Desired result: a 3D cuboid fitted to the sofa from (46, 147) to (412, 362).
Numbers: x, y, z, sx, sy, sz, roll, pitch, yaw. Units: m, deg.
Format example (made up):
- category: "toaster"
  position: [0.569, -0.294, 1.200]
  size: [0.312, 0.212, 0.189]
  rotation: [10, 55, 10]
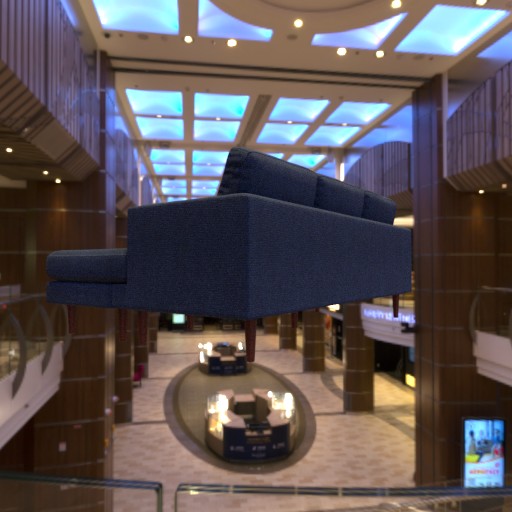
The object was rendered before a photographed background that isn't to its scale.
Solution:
- category: "sofa"
  position: [0.000, 0.000, 3.098]
  size: [1.504, 0.956, 2.233]
  rotation: [-1, -1, 35]
